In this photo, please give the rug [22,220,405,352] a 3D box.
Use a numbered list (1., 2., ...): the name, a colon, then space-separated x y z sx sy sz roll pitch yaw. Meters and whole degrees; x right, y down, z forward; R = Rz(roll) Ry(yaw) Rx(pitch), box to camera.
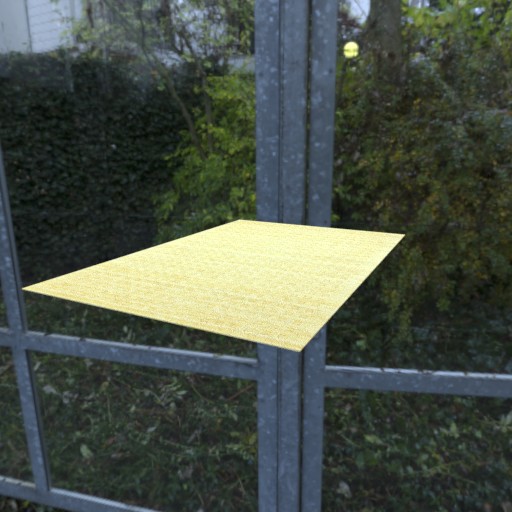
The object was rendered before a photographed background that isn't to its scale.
1. rug: 0.000 0.000 2.917 1.524 0.006 2.286 7 16 26
